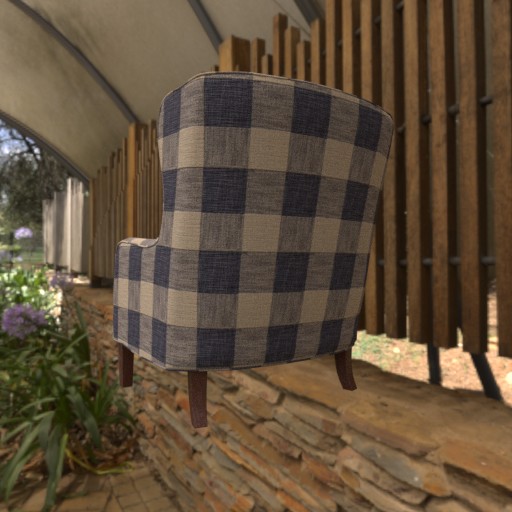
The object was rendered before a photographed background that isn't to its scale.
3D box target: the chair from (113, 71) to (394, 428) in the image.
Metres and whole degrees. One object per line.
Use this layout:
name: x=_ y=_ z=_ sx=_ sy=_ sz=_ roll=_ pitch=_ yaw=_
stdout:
chair: x=0.000 y=0.000 z=1.689 sx=0.830 sy=1.041 sz=0.889 roll=0 pitch=-1 yaw=-35
